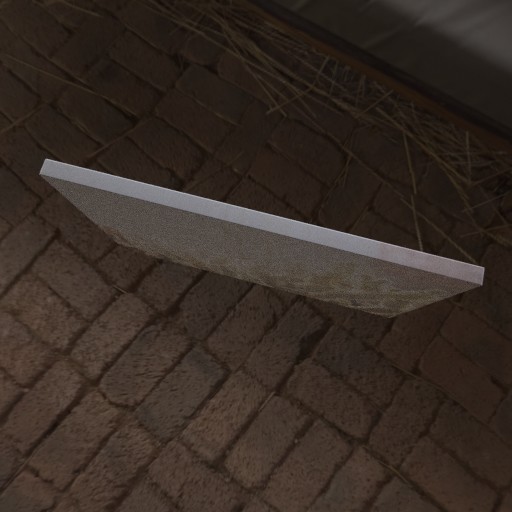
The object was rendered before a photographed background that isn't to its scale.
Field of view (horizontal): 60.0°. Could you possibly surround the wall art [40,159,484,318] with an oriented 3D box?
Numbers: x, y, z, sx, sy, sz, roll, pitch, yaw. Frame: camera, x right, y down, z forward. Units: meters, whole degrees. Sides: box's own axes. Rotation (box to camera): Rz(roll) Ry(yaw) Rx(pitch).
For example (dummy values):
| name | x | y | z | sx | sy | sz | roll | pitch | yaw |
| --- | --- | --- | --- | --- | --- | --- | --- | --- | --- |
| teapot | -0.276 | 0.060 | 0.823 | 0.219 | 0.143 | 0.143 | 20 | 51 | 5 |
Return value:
| name | x | y | z | sx | sy | sz | roll | pitch | yaw |
| --- | --- | --- | --- | --- | --- | --- | --- | --- | --- |
| wall art | 0.000 | 0.000 | 1.186 | 0.916 | 0.608 | 0.040 | 14 | 77 | 3 |
